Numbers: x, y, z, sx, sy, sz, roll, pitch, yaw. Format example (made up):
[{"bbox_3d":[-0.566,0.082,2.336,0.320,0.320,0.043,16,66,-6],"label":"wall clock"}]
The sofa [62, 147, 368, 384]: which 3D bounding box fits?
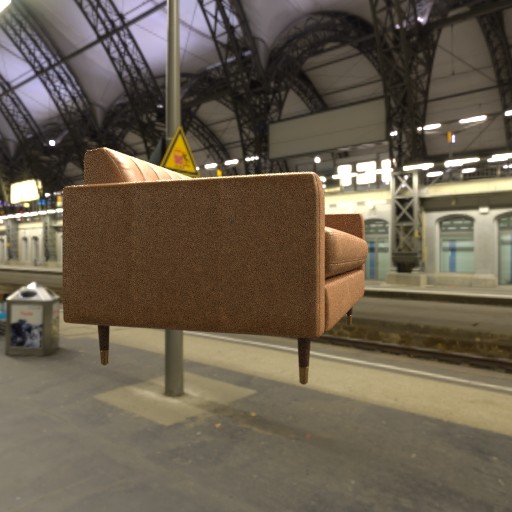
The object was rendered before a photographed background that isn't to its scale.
[{"bbox_3d":[0.000,0.000,2.140,0.960,0.820,1.549,0,0,19],"label":"sofa"}]
